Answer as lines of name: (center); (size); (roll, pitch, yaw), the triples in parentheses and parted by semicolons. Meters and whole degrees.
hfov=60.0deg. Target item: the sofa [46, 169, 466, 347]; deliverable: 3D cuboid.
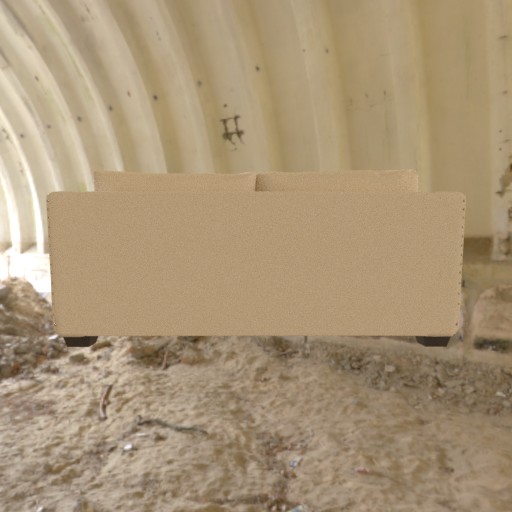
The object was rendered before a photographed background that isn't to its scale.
sofa: (0.000, 0.000, 2.380); (1.812, 0.830, 0.949); (0, 0, 0)
